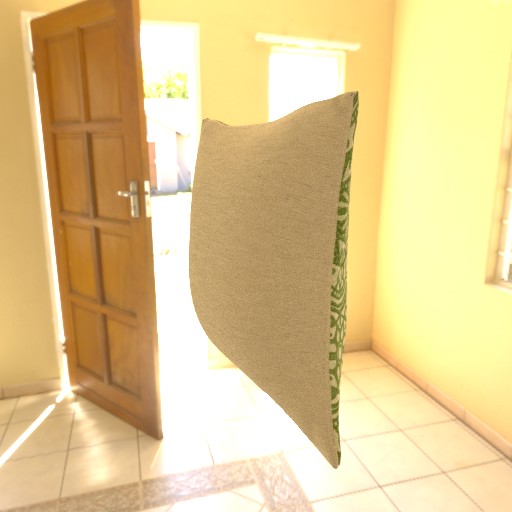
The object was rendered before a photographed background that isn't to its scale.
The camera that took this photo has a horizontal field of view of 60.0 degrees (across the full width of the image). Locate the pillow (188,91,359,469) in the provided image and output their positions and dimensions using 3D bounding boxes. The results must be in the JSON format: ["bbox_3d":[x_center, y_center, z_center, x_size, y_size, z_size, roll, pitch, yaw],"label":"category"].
[{"bbox_3d":[0.000,0.000,0.660,0.162,0.419,0.440,-6,15,-25],"label":"pillow"}]
